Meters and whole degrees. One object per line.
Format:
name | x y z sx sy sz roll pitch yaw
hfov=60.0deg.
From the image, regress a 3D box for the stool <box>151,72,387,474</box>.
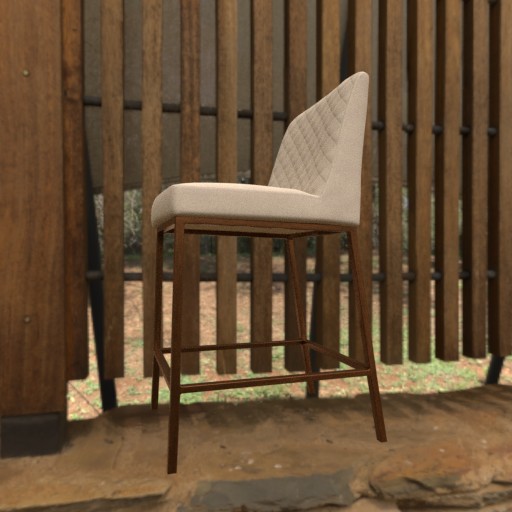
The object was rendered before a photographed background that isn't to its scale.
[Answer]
stool | 0.000 0.000 1.289 0.576 0.973 0.507 0 0 -18
